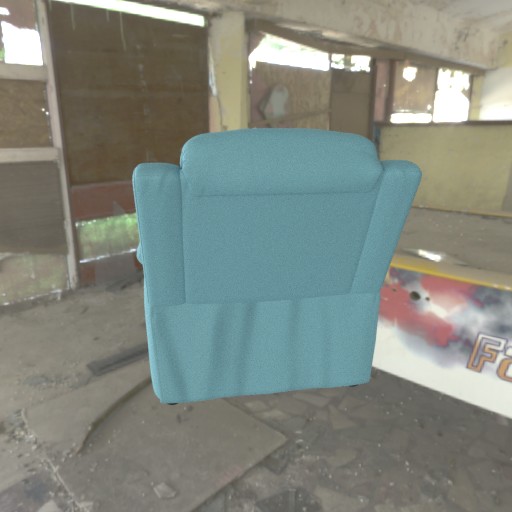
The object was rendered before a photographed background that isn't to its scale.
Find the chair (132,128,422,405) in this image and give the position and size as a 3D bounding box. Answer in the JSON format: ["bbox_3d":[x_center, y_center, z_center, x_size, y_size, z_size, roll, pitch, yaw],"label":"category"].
[{"bbox_3d":[0.000,0.000,1.271,0.680,0.702,0.709,-3,16,-10],"label":"chair"}]
